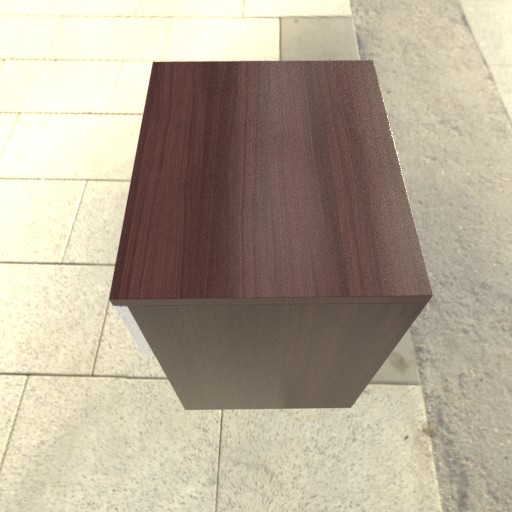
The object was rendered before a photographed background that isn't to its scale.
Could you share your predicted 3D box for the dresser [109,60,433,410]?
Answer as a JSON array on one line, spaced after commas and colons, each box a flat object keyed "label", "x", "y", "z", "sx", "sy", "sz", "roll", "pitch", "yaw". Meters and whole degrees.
[{"label": "dresser", "x": 0.000, "y": 0.000, "z": 0.761, "sx": 0.360, "sy": 0.470, "sz": 0.400, "roll": -1, "pitch": 58, "yaw": 0}]
